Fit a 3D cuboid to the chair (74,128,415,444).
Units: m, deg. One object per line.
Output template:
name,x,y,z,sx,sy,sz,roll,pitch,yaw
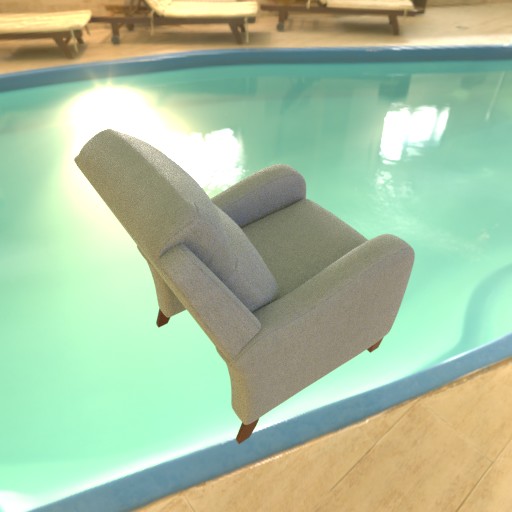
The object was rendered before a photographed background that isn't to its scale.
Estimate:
chair,0.000,0.000,1.721,0.988,1.067,0.785,-25,46,-26
